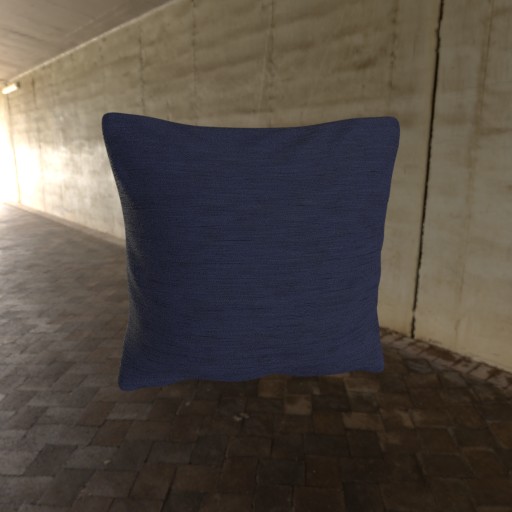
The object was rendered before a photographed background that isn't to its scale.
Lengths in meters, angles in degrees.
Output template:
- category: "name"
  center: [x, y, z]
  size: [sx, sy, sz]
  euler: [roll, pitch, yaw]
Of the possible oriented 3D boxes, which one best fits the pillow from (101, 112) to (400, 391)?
- category: "pillow"
  center: [0.000, 0.000, 0.675]
  size: [0.432, 0.414, 0.246]
  euler: [-2, 13, -8]
